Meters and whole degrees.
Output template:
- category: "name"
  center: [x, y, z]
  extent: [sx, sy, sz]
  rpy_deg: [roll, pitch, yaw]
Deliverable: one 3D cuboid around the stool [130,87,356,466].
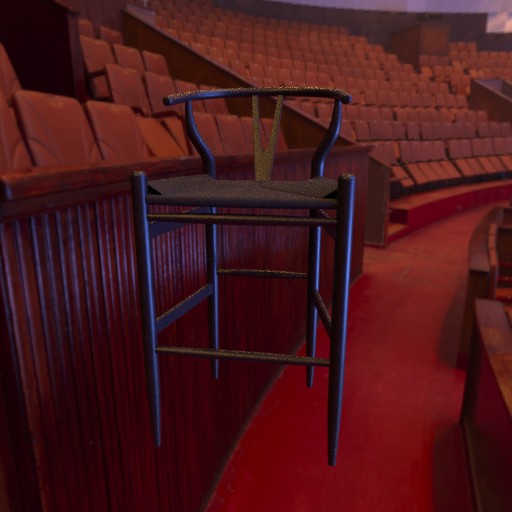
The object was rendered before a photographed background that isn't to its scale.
- category: "stool"
  center: [0.000, 0.000, 1.428]
  extent: [0.569, 1.072, 0.579]
  rpy_deg: [2, 15, 9]
